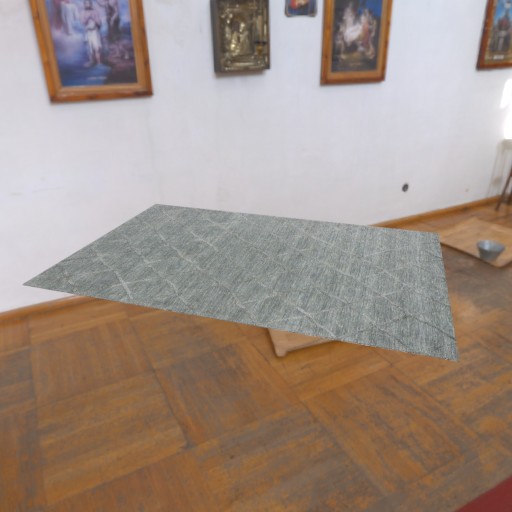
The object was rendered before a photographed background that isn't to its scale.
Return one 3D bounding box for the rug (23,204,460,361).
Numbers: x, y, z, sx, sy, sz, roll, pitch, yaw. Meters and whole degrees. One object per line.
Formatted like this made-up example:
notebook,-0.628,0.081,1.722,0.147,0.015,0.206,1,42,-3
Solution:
rug,0.000,0.000,2.849,2.283,0.006,1.521,7,26,16
